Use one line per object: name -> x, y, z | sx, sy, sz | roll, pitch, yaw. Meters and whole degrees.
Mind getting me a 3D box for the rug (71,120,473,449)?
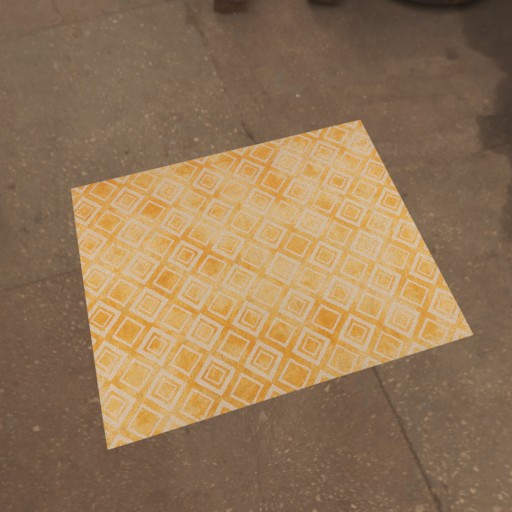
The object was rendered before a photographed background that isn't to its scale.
rug -> 0.000, 0.000, 3.989 | 3.037, 0.011, 2.433 | -15, 65, -7
